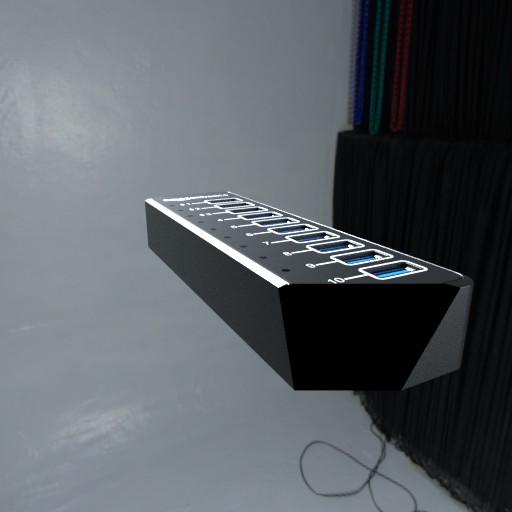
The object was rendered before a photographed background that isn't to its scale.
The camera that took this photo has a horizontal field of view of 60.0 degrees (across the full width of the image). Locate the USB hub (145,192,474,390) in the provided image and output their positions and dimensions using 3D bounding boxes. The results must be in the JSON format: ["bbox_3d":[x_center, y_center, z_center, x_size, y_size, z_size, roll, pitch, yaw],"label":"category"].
[{"bbox_3d":[0.000,0.000,0.158,0.044,0.023,0.145,-9,19,-26],"label":"USB hub"}]
